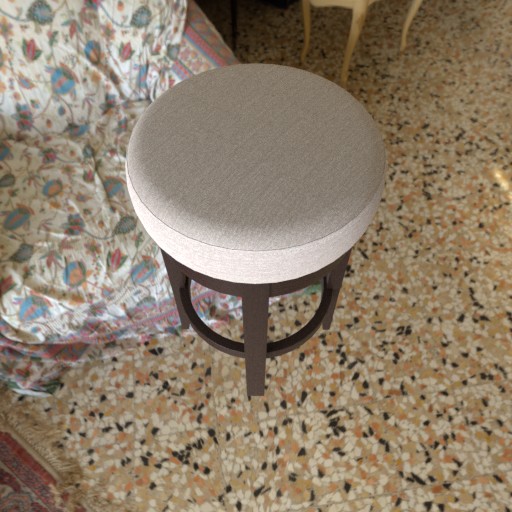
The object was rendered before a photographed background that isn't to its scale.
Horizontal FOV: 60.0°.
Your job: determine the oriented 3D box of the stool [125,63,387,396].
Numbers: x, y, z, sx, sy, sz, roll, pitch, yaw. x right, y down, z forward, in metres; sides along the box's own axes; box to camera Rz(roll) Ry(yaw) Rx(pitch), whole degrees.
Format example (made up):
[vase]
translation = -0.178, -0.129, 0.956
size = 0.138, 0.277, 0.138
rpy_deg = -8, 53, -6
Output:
[stool]
translation = 0.000, 0.000, 1.028
size = 0.443, 0.757, 0.443
rpy_deg = 0, 58, 0
